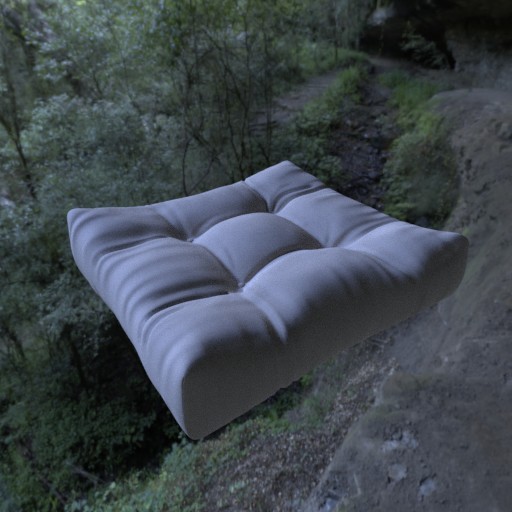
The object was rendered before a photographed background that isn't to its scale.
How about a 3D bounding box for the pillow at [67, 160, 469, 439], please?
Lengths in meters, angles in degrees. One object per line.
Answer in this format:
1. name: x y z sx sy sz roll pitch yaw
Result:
1. pillow: 0.000 0.000 0.724 0.490 0.128 0.468 -20 37 -29
